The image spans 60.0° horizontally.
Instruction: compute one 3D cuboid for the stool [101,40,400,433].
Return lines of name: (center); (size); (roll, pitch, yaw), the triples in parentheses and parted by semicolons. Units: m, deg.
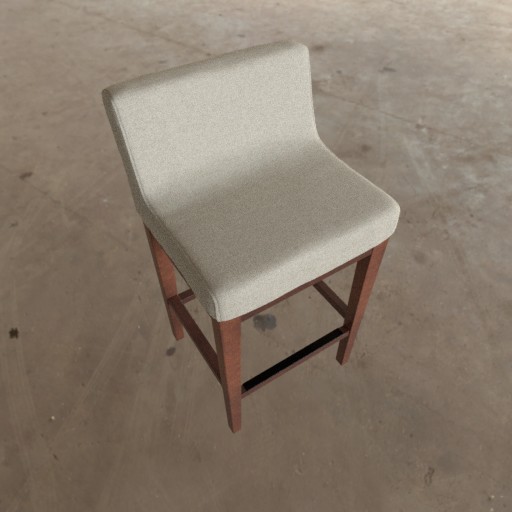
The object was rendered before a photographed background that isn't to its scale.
stool: (0.000, 0.000, 1.231); (0.511, 0.937, 0.500); (-25, 52, -22)
